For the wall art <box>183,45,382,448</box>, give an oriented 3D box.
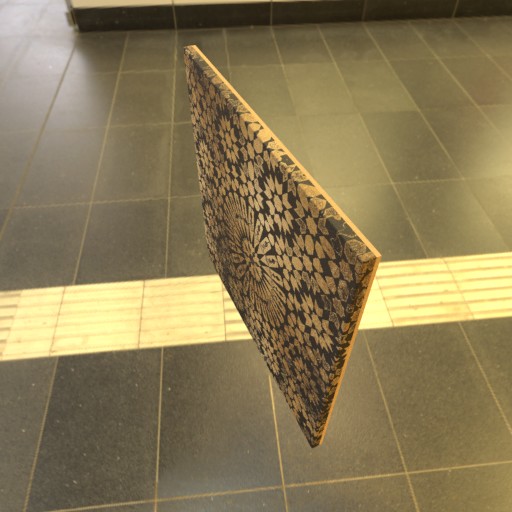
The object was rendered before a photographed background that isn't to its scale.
[{"bbox_3d":[0.000,0.000,1.356,0.038,0.914,0.914,-19,51,-17],"label":"wall art"}]
